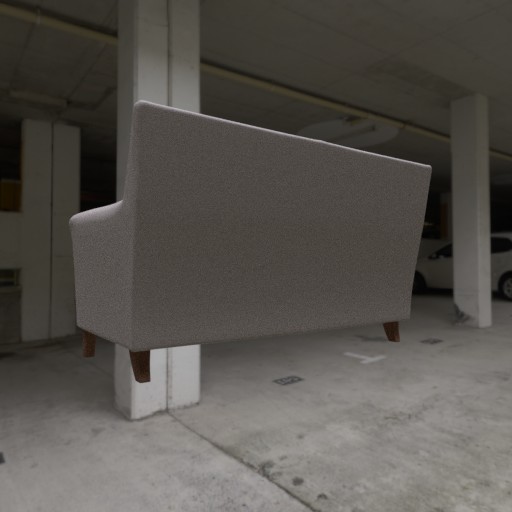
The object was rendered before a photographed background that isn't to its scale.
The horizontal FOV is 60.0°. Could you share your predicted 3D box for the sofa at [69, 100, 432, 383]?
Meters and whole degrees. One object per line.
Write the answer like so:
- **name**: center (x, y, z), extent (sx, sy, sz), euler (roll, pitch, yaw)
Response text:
- **sofa**: center (0.000, 0.000, 2.068), extent (1.482, 0.890, 0.888), euler (1, -2, -36)
